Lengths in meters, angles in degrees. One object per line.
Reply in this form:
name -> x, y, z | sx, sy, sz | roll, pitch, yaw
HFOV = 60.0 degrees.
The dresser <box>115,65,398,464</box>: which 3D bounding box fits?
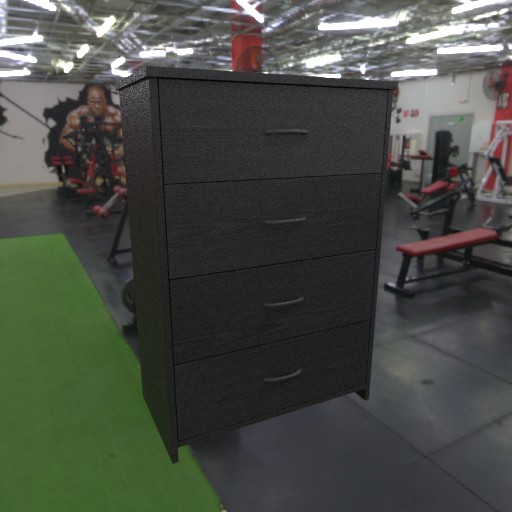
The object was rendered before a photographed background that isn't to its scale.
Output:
dresser -> 0.000, 0.000, 1.387 | 0.704, 1.020, 0.399 | -8, 17, -25
